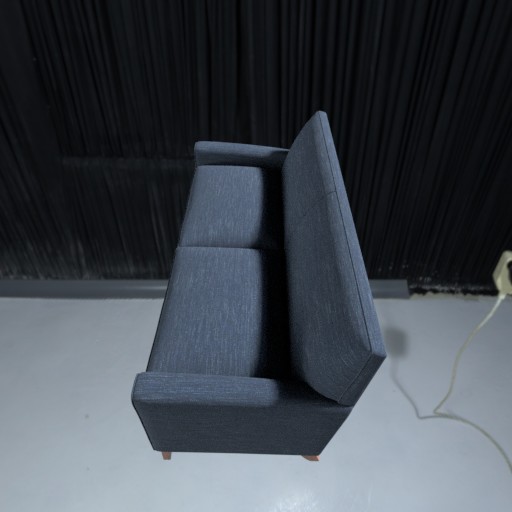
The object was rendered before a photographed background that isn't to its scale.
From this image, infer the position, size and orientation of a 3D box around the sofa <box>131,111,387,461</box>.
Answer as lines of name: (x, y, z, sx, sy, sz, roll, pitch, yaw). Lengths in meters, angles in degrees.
sofa: (0.000, 0.000, 2.410, 0.875, 0.846, 1.976, 1, 41, 1)
